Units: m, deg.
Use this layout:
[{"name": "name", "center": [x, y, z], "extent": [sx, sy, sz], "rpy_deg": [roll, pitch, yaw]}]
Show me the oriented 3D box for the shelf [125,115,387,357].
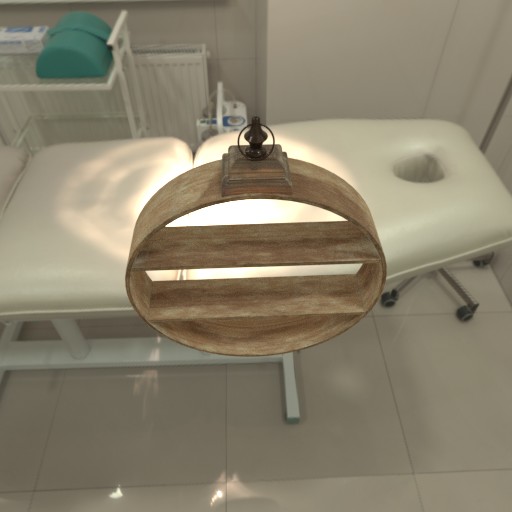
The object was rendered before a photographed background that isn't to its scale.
[{"name": "shelf", "center": [0.000, 0.000, 1.035], "extent": [0.601, 0.725, 0.125], "rpy_deg": [-2, 48, -2]}]
